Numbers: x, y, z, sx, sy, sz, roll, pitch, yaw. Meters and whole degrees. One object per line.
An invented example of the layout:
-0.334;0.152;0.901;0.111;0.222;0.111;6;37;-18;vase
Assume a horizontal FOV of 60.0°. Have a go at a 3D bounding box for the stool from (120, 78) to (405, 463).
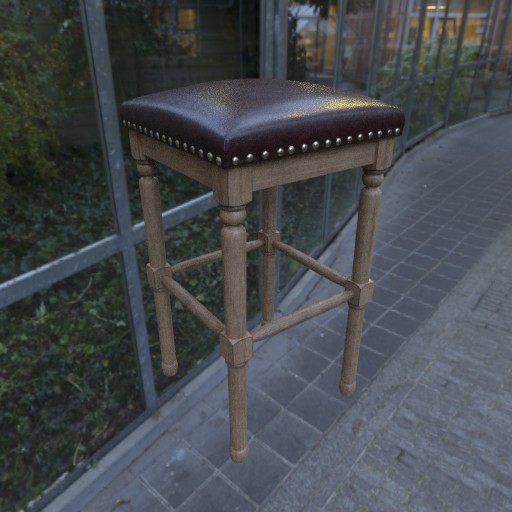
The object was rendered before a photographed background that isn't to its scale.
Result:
0.000;0.000;0.947;0.382;0.702;0.383;-18;32;-32;stool
